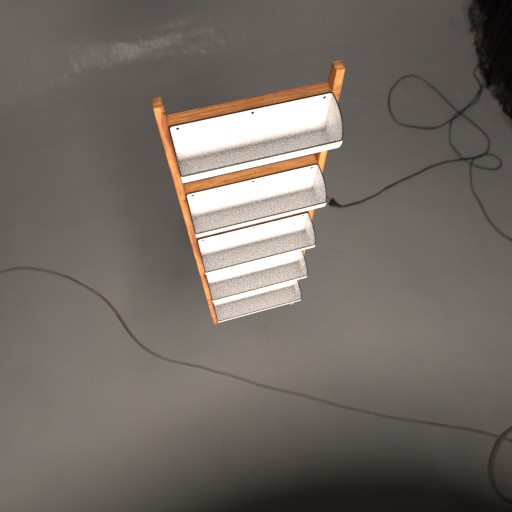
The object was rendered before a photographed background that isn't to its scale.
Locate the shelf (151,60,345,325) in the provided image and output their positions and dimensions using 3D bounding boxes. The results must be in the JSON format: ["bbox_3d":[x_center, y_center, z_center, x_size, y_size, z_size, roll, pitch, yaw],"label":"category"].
[{"bbox_3d":[0.000,0.000,1.710,0.454,1.600,0.141,-14,65,-7],"label":"shelf"}]
